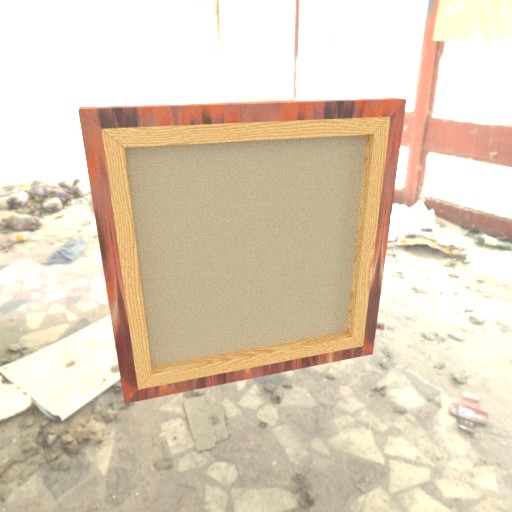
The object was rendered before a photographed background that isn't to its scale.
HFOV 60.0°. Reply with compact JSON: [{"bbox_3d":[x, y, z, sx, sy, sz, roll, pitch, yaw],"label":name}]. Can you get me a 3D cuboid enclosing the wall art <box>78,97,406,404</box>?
[{"bbox_3d":[0.000,0.000,0.926,0.603,0.609,0.037,-7,25,-15],"label":"wall art"}]
